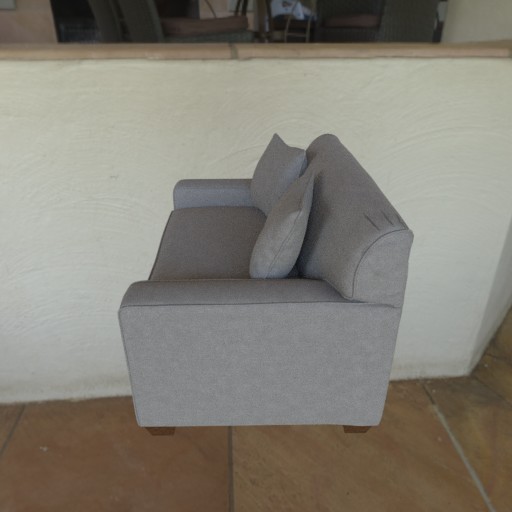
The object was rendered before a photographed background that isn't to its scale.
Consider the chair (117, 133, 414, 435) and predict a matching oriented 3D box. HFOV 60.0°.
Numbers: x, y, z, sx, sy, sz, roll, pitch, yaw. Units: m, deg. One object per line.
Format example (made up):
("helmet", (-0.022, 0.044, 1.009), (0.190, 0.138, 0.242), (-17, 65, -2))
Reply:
("chair", (0.000, 0.000, 2.131), (0.992, 0.953, 1.395), (0, 27, -1))
